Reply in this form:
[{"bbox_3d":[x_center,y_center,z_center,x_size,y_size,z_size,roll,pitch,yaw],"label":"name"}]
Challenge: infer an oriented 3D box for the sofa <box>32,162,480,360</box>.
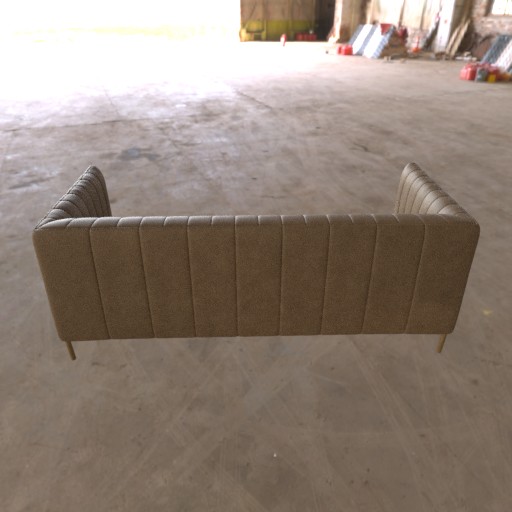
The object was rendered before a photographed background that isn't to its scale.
[{"bbox_3d":[0.000,0.000,2.407,1.980,0.779,0.876,-1,30,-1],"label":"sofa"}]
